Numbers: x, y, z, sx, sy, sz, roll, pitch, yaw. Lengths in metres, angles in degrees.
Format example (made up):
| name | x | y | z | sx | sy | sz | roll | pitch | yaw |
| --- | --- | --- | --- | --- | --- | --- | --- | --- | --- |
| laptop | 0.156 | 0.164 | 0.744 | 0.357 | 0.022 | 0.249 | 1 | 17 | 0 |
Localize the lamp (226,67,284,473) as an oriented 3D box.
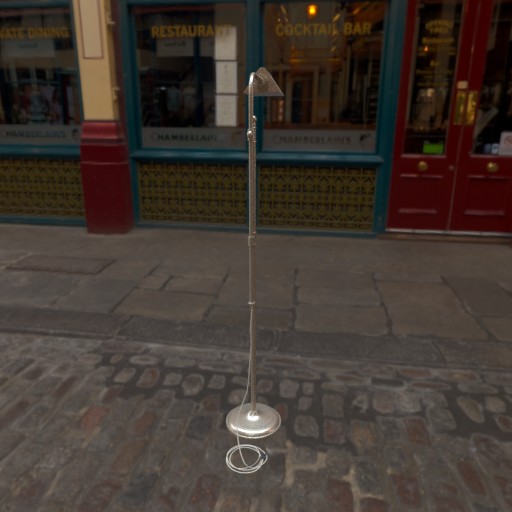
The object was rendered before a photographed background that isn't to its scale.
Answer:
| name | x | y | z | sx | sy | sz | roll | pitch | yaw |
| --- | --- | --- | --- | --- | --- | --- | --- | --- | --- |
| lamp | 0.000 | 0.000 | 1.936 | 0.256 | 1.571 | 0.813 | 2 | 16 | 7 |
